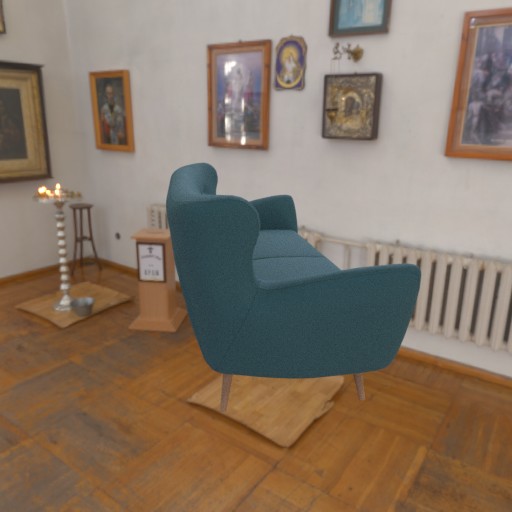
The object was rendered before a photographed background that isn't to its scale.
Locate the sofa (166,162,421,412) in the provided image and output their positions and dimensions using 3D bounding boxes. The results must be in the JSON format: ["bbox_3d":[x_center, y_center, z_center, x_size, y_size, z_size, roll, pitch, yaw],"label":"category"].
[{"bbox_3d":[0.000,0.000,2.391,0.889,0.890,1.930,-3,16,-9],"label":"sofa"}]
